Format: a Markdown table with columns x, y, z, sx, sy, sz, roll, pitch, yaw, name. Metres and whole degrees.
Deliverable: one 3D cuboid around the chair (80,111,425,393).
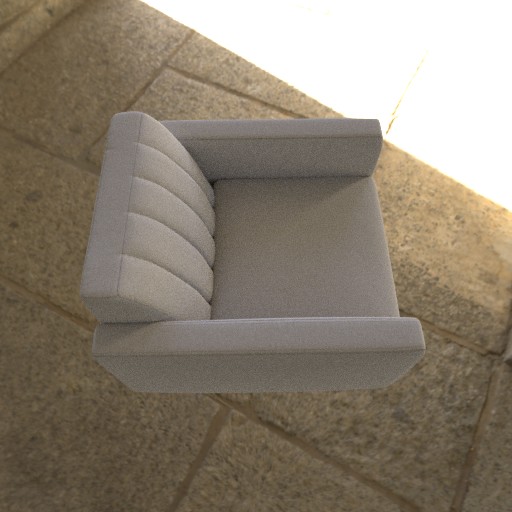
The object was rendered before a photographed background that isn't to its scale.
| x | y | z | sx | sy | sz | roll | pitch | yaw | name |
| --- | --- | --- | --- | --- | --- | --- | --- | --- | --- |
| 0.000 | 0.000 | 1.672 | 0.998 | 0.819 | 0.953 | -1 | 62 | 0 | chair |
